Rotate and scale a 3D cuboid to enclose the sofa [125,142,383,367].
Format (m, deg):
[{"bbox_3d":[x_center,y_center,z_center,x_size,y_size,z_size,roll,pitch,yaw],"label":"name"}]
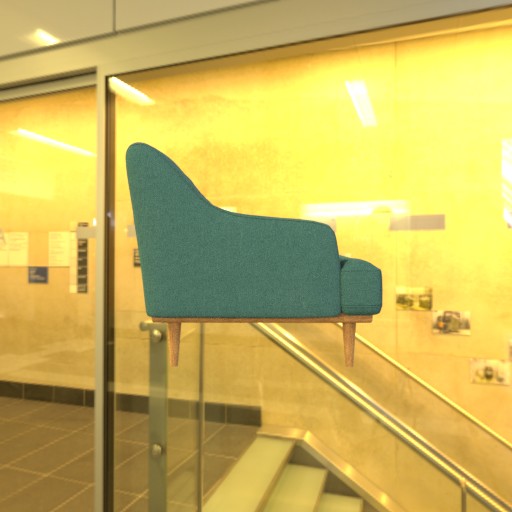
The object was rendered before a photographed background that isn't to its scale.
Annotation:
[{"bbox_3d":[0.000,0.000,2.643,0.978,0.871,2.057,0,-1,1],"label":"sofa"}]
